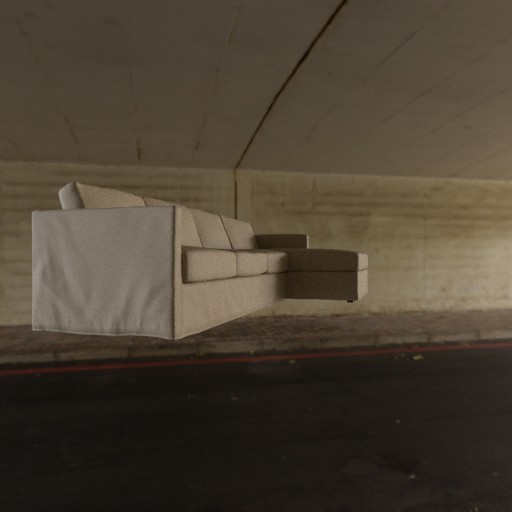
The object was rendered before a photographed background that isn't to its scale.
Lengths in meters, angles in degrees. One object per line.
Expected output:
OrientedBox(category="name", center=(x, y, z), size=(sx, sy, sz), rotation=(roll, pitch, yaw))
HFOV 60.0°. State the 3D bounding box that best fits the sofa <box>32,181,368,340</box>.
OrientedBox(category="sofa", center=(0.000, 0.000, 3.760), size=(1.622, 0.871, 3.206), rotation=(0, 0, 19))
